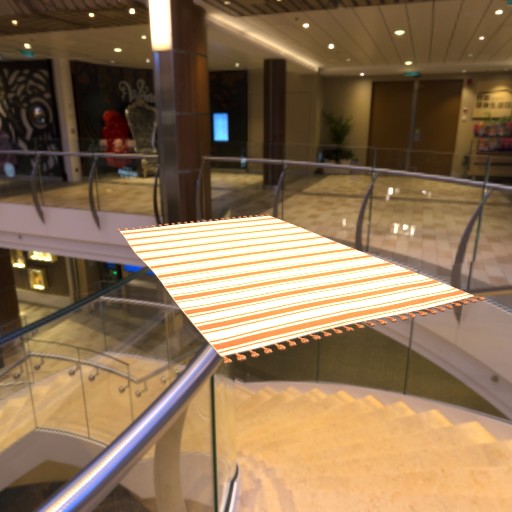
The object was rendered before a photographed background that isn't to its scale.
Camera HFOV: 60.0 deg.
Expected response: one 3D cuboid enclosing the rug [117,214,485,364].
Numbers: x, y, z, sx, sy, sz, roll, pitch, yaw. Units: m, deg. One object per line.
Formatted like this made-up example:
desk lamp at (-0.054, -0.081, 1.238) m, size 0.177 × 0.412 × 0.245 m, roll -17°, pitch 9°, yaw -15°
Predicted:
rug at (0.000, 0.000, 2.573) m, size 1.232 × 0.017 × 2.092 m, roll -8°, pitch 19°, yaw -25°
